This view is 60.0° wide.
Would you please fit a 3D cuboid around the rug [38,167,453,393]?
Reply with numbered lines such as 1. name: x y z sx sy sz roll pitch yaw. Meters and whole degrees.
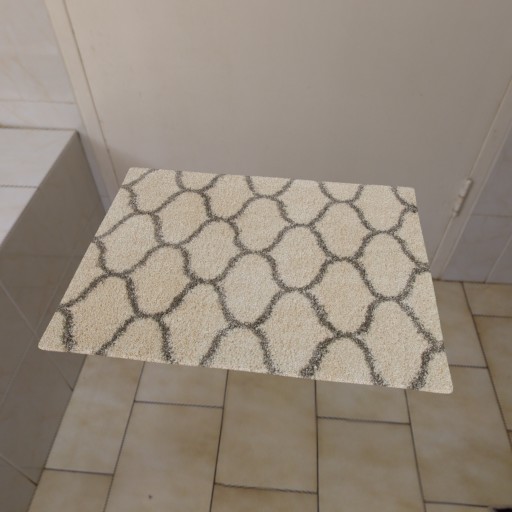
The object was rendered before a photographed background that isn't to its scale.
1. rug: 0.000 0.000 2.089 1.600 0.025 1.200 5 47 5
